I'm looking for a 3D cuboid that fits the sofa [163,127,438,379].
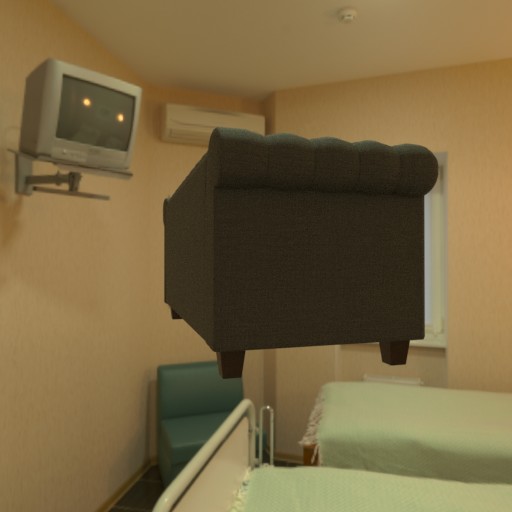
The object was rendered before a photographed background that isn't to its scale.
[{"bbox_3d":[0.000,0.000,2.237,0.783,0.797,1.798,0,0,-17],"label":"sofa"}]
